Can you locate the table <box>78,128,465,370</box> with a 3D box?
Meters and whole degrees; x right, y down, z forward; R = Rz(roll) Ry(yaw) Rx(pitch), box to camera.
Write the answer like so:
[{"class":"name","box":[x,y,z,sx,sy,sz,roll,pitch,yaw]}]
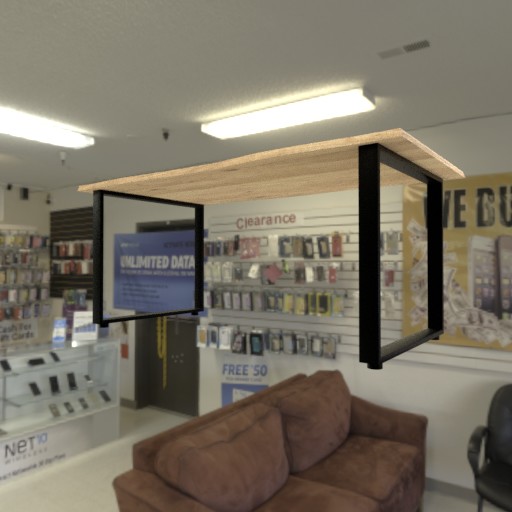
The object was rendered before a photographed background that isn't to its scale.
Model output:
[{"class":"table","box":[0.000,0.000,2.264,1.800,0.780,0.900,-1,-1,37]}]
